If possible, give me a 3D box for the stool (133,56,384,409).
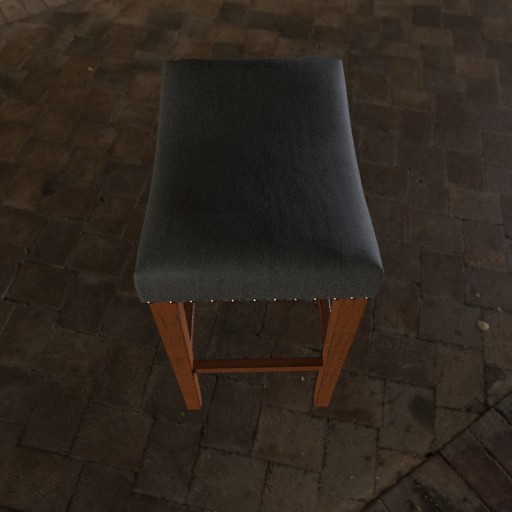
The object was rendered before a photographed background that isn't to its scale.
[{"bbox_3d":[0.000,0.000,0.866,0.320,0.612,0.439,-1,58,-1],"label":"stool"}]
